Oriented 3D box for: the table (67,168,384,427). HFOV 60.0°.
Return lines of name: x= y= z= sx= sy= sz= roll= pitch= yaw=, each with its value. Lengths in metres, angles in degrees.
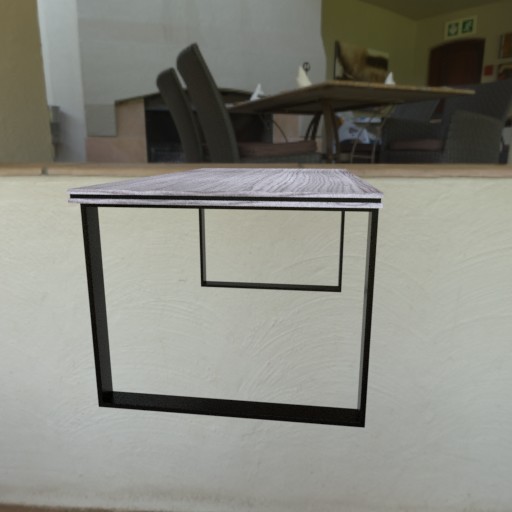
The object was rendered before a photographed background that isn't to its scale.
table: x=0.000 y=0.000 z=2.056 sx=0.881 sy=0.736 sz=1.579 roll=2 pitch=13 yaw=7
